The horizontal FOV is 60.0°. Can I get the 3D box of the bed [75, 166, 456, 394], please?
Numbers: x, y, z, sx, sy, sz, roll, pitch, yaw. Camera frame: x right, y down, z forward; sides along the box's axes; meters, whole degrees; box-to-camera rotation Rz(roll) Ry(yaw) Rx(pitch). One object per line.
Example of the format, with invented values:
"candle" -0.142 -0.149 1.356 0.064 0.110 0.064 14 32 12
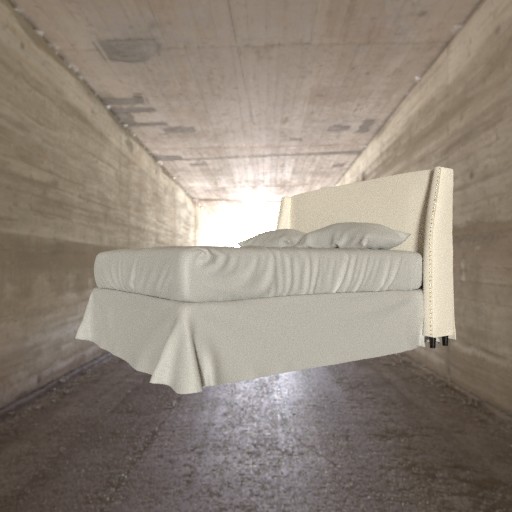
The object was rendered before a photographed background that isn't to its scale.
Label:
"bed" 0.000 0.000 3.409 2.276 1.332 1.925 0 -1 -35
